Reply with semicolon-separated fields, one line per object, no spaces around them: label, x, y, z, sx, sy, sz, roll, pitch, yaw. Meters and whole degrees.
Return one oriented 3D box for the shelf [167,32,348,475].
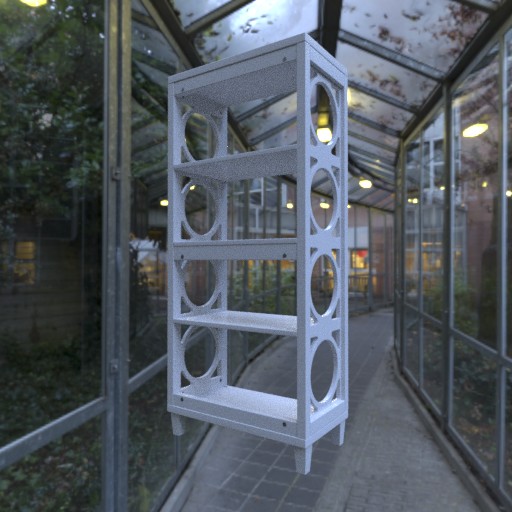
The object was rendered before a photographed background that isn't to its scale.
shelf;0.000;0.000;1.706;0.611;1.411;0.340;0;-1;34
